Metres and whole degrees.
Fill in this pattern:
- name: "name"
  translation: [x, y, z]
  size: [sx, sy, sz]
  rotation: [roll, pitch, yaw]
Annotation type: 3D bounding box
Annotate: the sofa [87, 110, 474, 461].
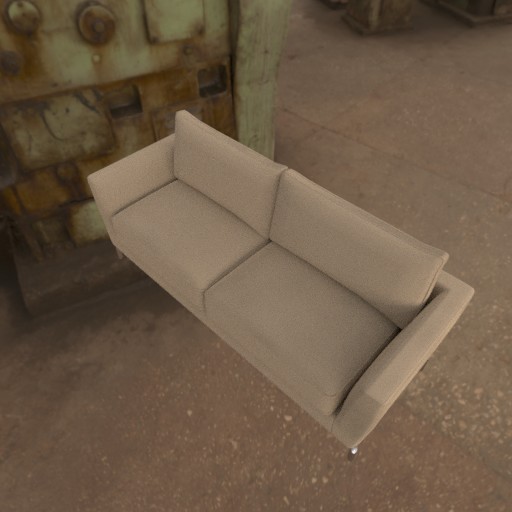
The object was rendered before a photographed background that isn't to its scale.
- name: "sofa"
  translation: [0.000, 0.000, 2.674]
  size: [2.214, 1.005, 0.868]
  rotation: [35, 56, 28]
